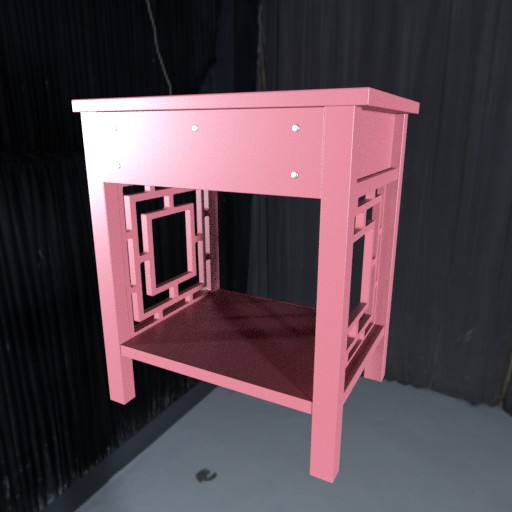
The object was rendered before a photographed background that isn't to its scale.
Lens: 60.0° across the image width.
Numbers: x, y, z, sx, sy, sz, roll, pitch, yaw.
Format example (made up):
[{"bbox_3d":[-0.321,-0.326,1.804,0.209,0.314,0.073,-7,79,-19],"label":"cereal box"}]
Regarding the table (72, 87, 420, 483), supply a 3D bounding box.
[{"bbox_3d":[0.000,0.000,1.039,0.599,0.686,0.451,8,18,27],"label":"table"}]
